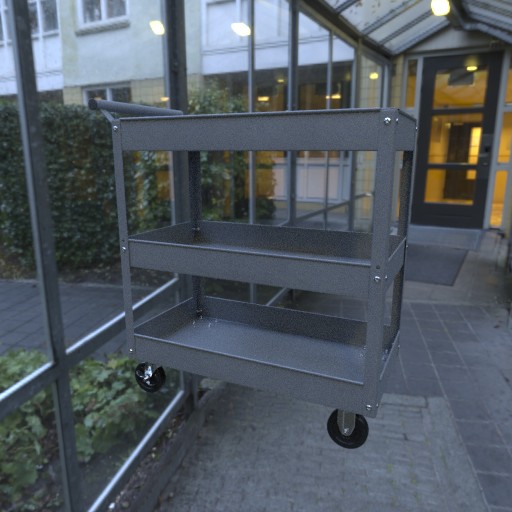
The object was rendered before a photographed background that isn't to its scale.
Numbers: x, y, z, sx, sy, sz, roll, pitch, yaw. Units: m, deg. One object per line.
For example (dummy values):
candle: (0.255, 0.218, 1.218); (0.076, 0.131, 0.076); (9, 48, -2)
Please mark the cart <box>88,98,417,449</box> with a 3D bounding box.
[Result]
cart: (0.000, 0.000, 1.162); (0.719, 0.780, 0.366); (6, 15, 25)
